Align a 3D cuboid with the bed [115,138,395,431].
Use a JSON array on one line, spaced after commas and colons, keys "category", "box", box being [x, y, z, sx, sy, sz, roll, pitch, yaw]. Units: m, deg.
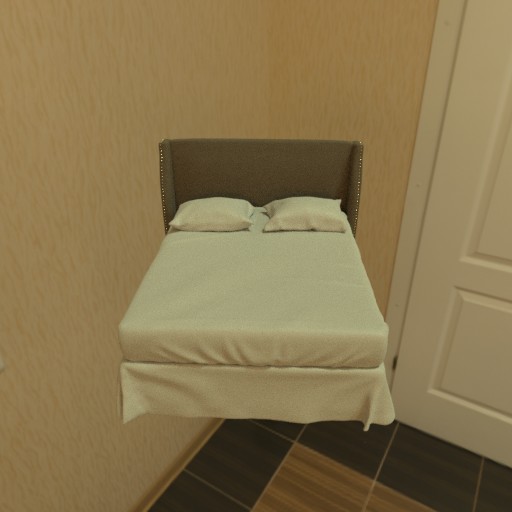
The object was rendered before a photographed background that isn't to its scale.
[{"category": "bed", "box": [0.000, 0.000, 3.525, 1.925, 1.332, 2.276, 1, 28, 2]}]
